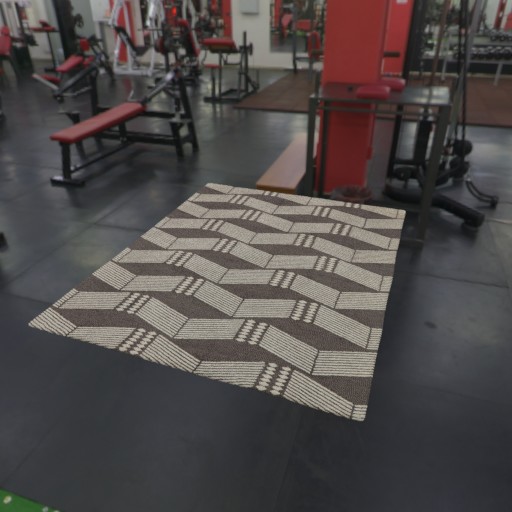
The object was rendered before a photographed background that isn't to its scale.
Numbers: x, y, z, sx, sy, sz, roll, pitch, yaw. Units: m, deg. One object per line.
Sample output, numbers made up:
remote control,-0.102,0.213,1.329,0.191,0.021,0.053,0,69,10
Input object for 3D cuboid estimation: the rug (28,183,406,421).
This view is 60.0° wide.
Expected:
rug,0.000,0.000,4.092,2.438,0.016,3.048,11,32,18
